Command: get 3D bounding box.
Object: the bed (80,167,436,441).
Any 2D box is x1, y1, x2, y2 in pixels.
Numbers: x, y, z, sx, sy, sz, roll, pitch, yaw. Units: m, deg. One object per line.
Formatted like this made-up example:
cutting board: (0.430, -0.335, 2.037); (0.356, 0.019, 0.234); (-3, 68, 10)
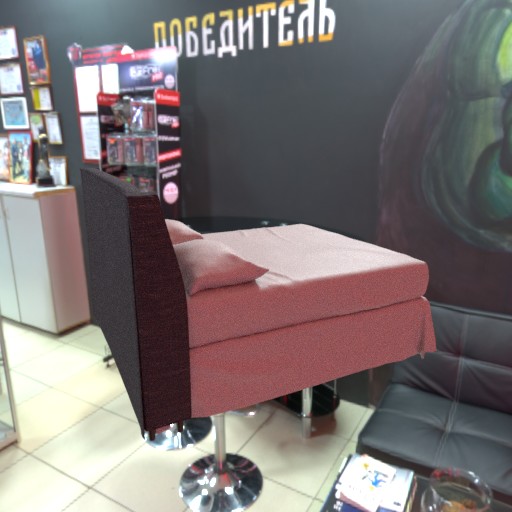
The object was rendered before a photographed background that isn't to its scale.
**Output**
bed: (0.000, 0.000, 3.438); (2.276, 1.332, 1.925); (-8, 17, -26)
